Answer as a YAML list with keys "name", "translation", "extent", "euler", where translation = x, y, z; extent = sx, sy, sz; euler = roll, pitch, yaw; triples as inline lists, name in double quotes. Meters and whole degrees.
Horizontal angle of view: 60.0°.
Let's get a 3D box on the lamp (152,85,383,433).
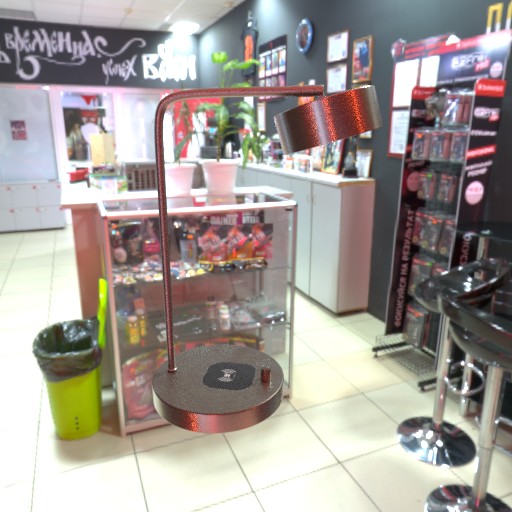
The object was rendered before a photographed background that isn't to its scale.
- name: "lamp"
  translation: [0.000, 0.000, 0.652]
  extent: [0.334, 0.469, 0.211]
  euler: [3, 16, 10]
